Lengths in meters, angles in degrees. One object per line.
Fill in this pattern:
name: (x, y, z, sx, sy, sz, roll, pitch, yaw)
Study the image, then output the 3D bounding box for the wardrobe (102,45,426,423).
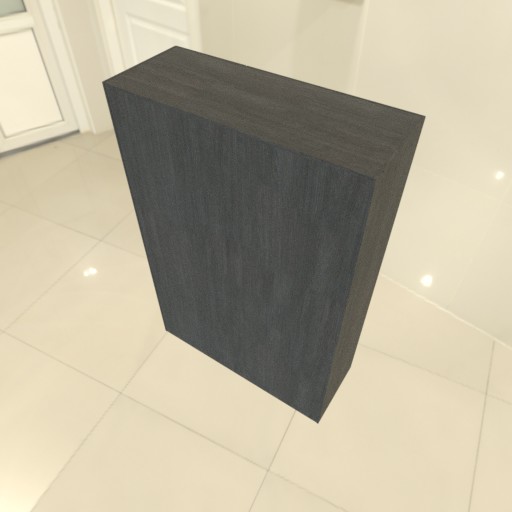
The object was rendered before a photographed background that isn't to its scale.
wardrobe: (0.000, 0.000, 2.539, 1.290, 1.910, 0.510, 26, 51, 23)
